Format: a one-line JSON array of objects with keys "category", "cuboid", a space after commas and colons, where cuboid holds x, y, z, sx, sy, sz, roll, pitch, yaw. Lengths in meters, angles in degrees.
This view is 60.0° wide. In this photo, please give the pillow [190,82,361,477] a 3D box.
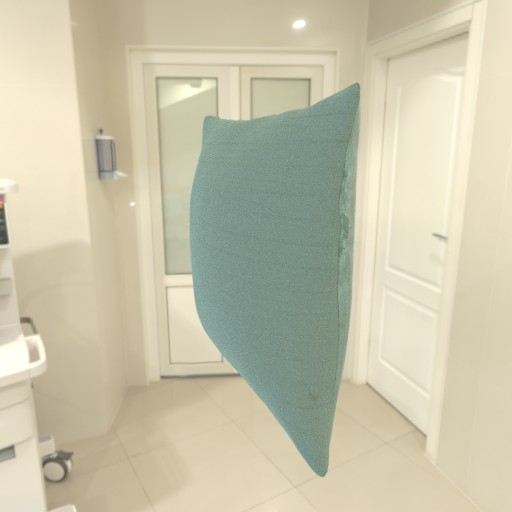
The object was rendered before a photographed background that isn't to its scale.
[{"category": "pillow", "cuboid": [0.000, 0.000, 0.706, 0.175, 0.464, 0.470, -6, 15, -24]}]
